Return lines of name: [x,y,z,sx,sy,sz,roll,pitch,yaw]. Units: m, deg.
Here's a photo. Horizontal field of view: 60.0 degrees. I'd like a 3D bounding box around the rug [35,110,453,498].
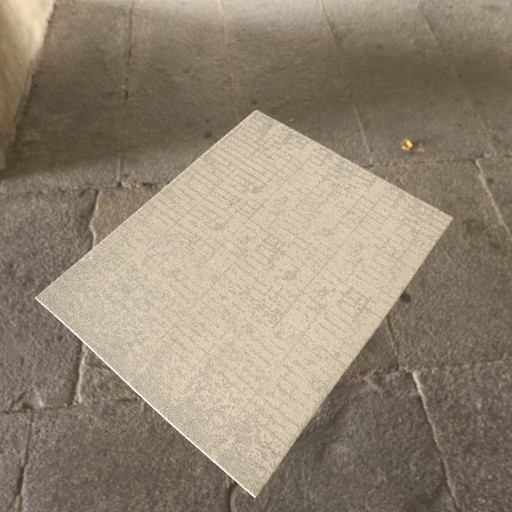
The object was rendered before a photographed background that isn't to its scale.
rug: [0.000,0.000,4.042,2.447,0.014,3.061,35,65,19]
